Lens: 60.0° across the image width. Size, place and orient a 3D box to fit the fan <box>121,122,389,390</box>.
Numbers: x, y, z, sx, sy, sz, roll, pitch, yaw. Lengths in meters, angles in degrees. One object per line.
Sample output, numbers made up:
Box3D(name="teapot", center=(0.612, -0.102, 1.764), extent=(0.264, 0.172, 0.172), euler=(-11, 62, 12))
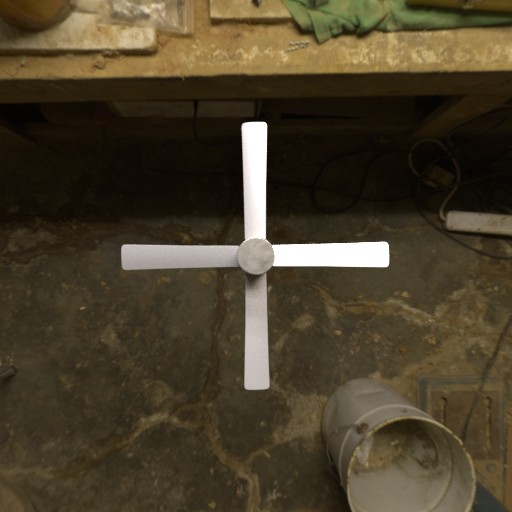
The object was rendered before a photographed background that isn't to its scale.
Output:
Box3D(name="fan", center=(0.000, 0.000, 2.350), extent=(1.525, 0.539, 1.525), euler=(0, 90, -1))
